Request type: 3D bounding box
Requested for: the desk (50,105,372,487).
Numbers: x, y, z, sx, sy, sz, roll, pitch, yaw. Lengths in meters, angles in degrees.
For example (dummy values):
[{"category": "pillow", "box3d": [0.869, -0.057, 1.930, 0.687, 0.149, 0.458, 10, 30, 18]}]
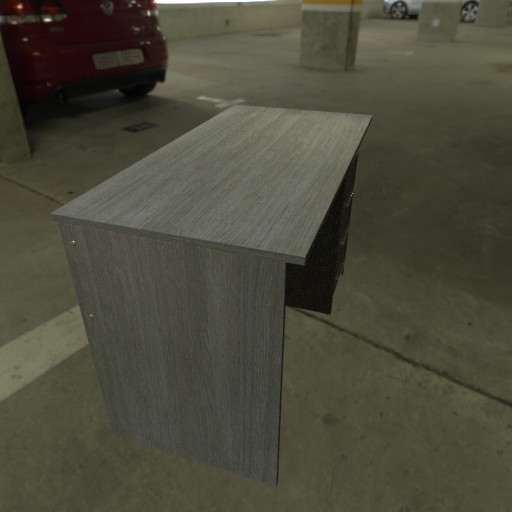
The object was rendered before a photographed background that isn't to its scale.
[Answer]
[{"category": "desk", "box3d": [0.000, 0.000, 1.504, 0.560, 0.730, 1.096, 10, 33, 16]}]
